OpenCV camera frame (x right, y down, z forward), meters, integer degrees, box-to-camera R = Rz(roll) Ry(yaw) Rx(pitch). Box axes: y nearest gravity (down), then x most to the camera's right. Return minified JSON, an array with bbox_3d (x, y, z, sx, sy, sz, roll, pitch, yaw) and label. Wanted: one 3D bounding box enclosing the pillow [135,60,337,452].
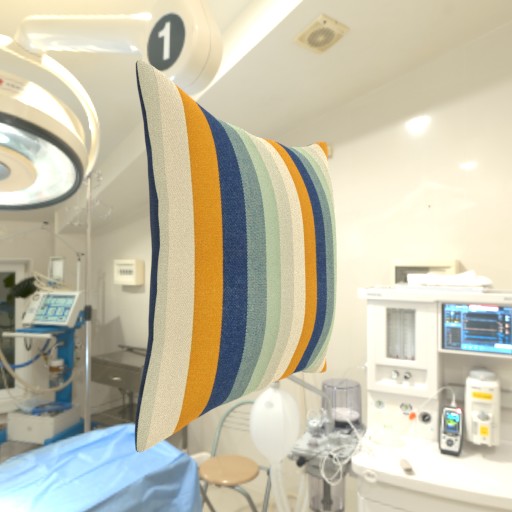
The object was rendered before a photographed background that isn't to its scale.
[{"bbox_3d":[0.000,0.000,0.696,0.173,0.454,0.463,0,-1,36],"label":"pillow"}]
